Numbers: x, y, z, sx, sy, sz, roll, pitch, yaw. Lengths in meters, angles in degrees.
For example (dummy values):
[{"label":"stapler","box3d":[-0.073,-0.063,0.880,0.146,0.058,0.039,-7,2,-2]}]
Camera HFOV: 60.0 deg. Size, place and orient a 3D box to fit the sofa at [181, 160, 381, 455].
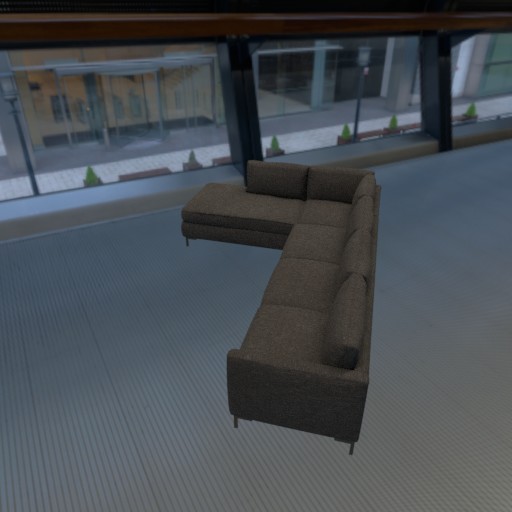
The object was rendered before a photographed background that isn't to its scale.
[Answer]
[{"label":"sofa","box3d":[0.000,0.000,3.848,2.007,0.815,2.949,8,32,13]}]
